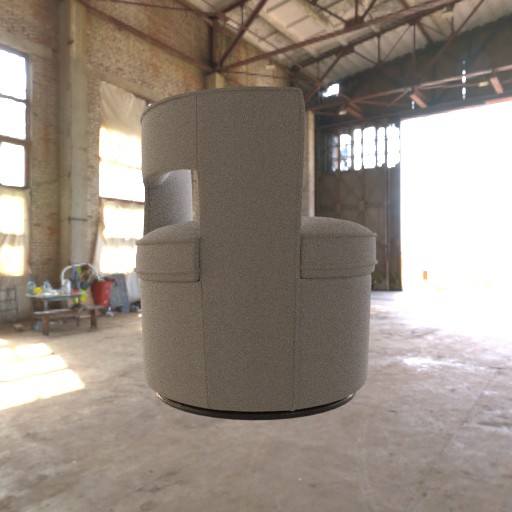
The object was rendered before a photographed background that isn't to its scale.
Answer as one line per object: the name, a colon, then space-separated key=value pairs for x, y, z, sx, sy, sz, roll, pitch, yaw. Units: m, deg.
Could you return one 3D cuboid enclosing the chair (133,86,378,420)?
chair: x=0.000 y=0.000 z=1.242 sx=0.665 sy=0.723 sz=0.650 roll=0 pitch=0 yaw=-35
